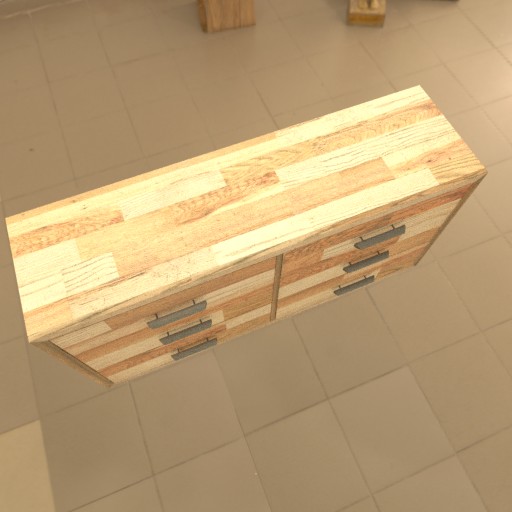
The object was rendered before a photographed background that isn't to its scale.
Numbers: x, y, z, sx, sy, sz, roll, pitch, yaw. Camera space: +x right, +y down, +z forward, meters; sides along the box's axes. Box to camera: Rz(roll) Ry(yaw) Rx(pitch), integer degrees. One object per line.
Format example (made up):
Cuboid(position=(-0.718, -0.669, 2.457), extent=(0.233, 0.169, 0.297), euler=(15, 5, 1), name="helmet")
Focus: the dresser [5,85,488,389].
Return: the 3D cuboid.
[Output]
Cuboid(position=(0.000, 0.000, 1.831), extent=(1.547, 0.834, 0.487), euler=(-20, 66, -10), name="dresser")
